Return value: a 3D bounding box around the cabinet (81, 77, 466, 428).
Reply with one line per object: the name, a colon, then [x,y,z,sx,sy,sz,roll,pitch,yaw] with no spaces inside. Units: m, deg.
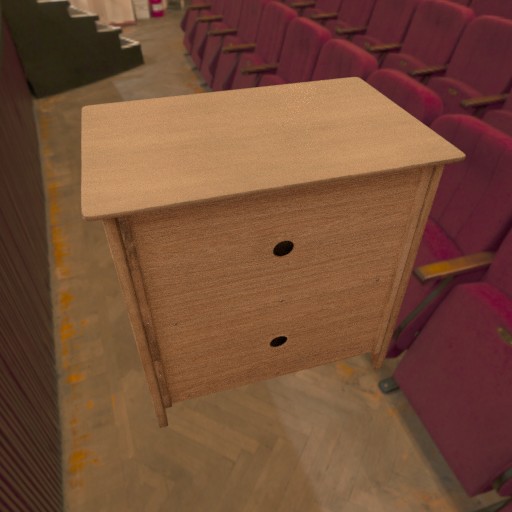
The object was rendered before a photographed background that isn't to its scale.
cabinet: [0.000,0.000,1.256,0.763,0.762,0.503,-11,42,-13]
